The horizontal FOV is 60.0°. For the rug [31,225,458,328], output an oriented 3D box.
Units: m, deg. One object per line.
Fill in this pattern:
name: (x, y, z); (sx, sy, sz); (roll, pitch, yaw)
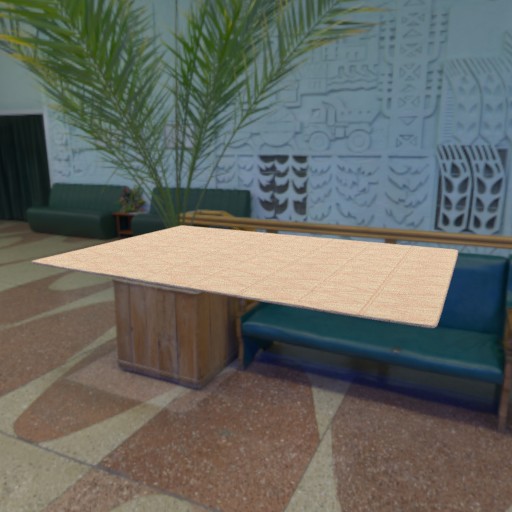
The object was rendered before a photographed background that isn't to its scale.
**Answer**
rug: (0.000, 0.000, 2.947); (2.390, 0.015, 1.609); (7, 15, 26)
